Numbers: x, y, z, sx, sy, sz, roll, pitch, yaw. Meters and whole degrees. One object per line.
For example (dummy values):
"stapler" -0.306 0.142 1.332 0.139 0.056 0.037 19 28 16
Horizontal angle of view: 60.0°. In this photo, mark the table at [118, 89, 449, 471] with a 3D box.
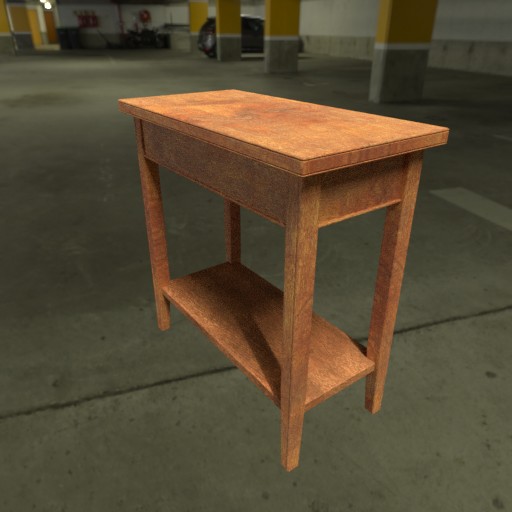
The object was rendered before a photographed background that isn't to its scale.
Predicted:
"table" 0.000 0.000 0.970 0.305 0.610 0.610 -18 32 -32
